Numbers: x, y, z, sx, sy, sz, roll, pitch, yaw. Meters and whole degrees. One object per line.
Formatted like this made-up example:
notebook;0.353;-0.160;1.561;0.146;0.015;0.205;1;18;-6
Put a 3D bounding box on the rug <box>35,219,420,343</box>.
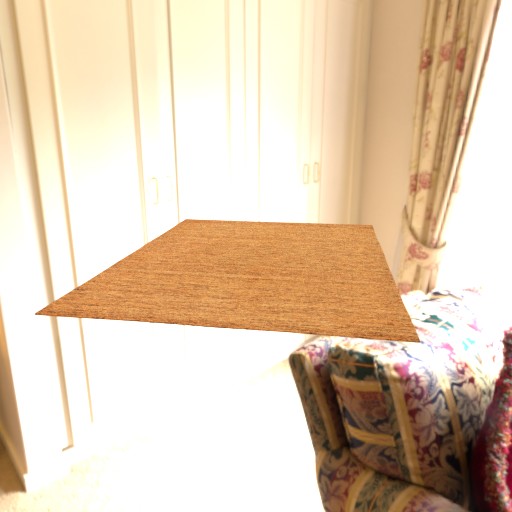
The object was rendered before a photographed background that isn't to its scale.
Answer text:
rug;0.000;0.000;4.246;2.438;0.012;3.200;3;16;9
